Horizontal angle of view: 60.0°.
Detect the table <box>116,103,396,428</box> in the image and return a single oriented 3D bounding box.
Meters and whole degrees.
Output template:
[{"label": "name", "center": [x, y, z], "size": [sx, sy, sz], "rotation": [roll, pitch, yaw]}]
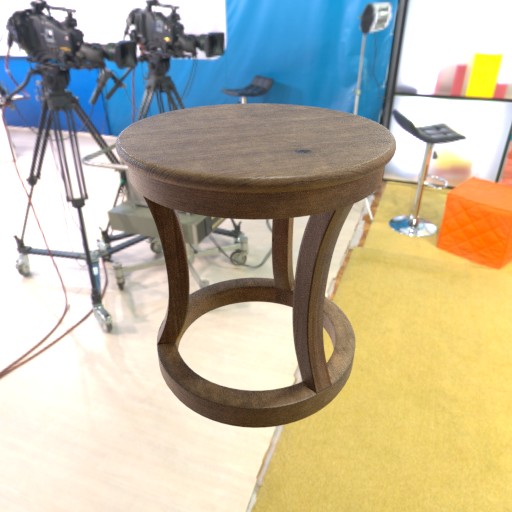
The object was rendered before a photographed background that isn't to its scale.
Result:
[{"label": "table", "center": [0.000, 0.000, 0.817], "size": [0.432, 0.460, 0.432], "rotation": [0, 30, 0]}]
